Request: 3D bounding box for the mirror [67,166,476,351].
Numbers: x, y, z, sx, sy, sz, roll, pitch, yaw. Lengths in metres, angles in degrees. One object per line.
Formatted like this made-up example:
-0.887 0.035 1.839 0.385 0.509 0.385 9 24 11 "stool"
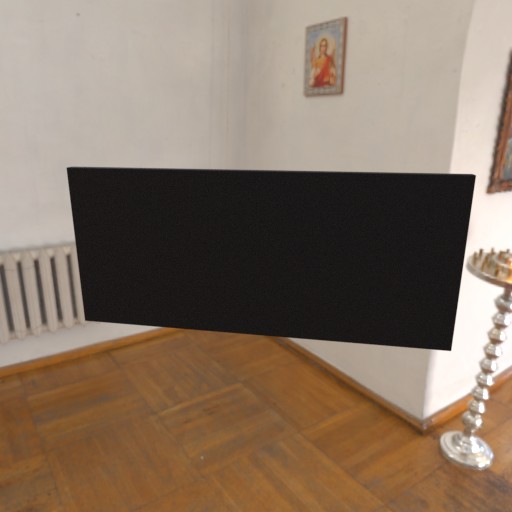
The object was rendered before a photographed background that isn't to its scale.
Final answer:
0.000 0.000 1.816 1.584 0.692 0.047 3 17 10 "mirror"
